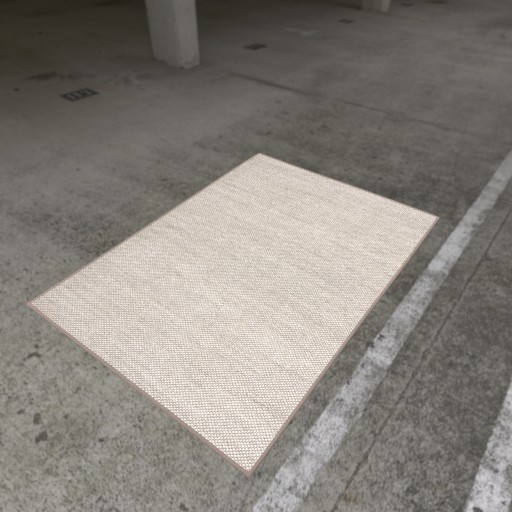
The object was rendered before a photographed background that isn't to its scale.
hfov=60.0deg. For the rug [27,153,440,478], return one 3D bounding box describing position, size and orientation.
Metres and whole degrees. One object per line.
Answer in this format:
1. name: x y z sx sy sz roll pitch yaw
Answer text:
1. rug: 0.000 0.000 2.679 1.517 0.013 2.115 26 47 27
